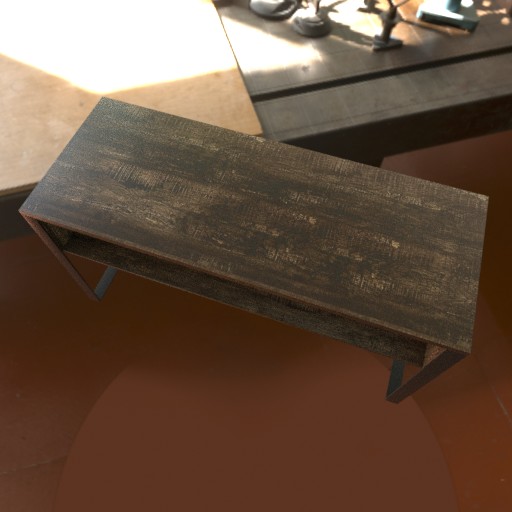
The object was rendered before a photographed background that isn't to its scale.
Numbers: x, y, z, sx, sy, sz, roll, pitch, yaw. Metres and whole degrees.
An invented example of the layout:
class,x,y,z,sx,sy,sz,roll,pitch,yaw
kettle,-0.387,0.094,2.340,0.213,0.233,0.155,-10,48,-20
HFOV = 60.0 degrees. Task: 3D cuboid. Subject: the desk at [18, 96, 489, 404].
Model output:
class,x,y,z,sx,sy,sz,roll,pitch,yaw
desk,0.000,0.000,1.875,1.524,0.762,0.599,17,62,9
